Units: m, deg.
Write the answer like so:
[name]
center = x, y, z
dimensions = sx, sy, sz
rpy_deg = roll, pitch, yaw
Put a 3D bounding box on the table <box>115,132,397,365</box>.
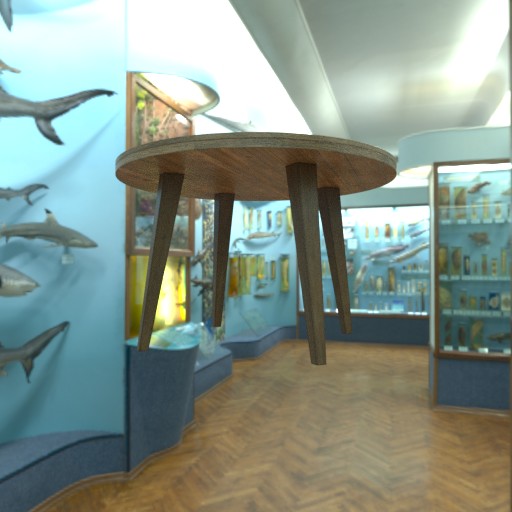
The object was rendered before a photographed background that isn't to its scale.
[table]
center = 0.000, 0.000, 1.999
dimensions = 1.213, 0.764, 1.213
rpy_deg = 0, -1, 0
